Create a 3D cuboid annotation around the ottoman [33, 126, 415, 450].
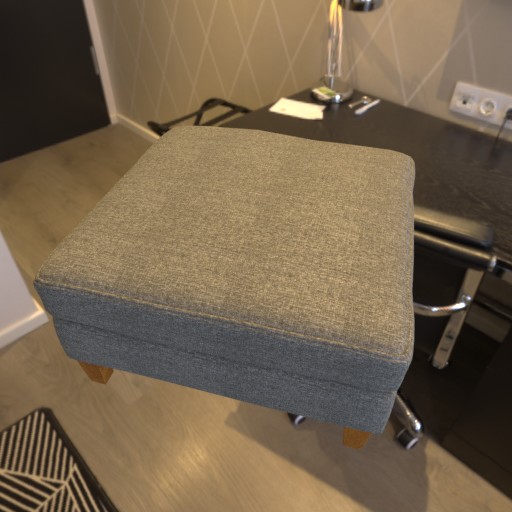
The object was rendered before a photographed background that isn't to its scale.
[{"bbox_3d":[0.000,0.000,1.314,0.838,0.481,0.838,10,42,11],"label":"ottoman"}]
